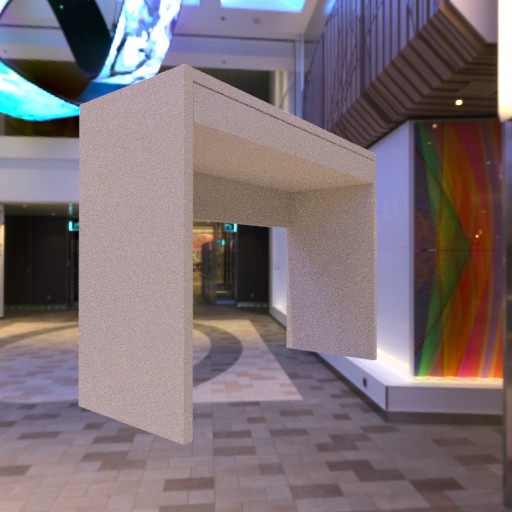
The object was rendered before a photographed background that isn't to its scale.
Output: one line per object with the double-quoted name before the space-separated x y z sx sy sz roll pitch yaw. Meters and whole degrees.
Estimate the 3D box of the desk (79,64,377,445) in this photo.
"desk" 0.000 0.000 1.436 0.400 0.790 1.000 0 -1 38
